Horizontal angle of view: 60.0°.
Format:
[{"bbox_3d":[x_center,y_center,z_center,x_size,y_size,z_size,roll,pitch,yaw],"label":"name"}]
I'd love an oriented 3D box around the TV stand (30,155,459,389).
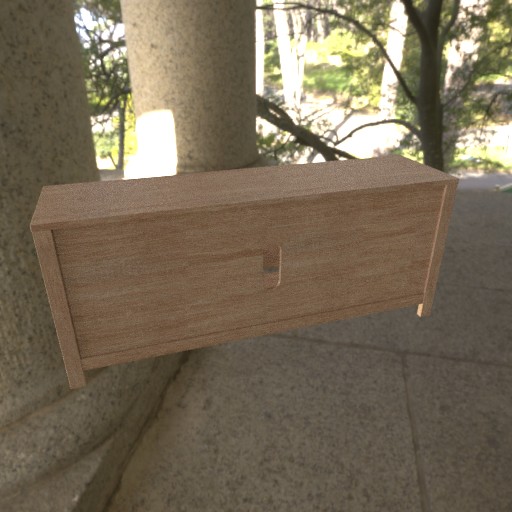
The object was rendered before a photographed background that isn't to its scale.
[{"bbox_3d":[0.000,0.000,1.754,1.466,0.610,0.398,-8,28,-16],"label":"TV stand"}]
